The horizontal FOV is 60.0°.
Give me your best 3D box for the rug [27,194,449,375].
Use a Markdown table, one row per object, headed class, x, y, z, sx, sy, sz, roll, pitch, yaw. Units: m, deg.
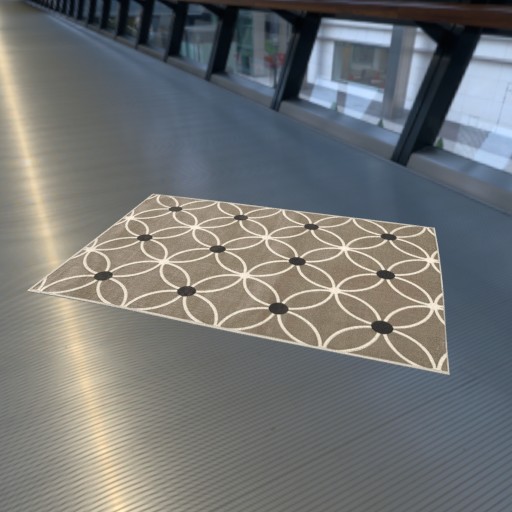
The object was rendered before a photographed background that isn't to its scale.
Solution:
| class | x | y | z | sx | sy | sz | roll | pitch | yaw |
| --- | --- | --- | --- | --- | --- | --- | --- | --- | --- |
| rug | 0.000 | 0.000 | 2.882 | 2.284 | 0.008 | 1.522 | 9 | 31 | 14 |
